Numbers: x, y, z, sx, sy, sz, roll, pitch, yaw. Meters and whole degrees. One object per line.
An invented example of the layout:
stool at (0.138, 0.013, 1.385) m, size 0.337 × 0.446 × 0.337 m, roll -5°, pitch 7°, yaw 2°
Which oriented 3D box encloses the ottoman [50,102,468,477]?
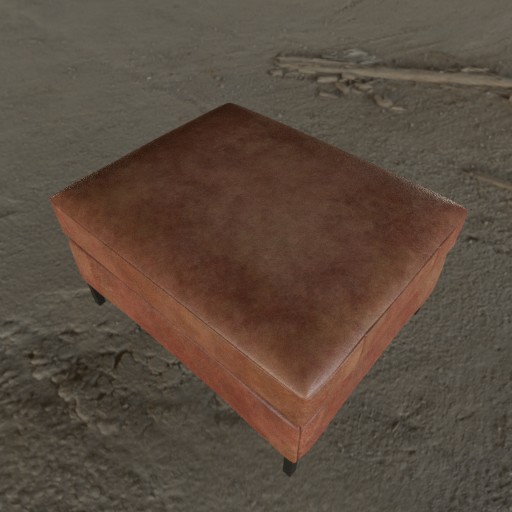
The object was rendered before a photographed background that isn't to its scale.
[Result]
ottoman at (0.000, 0.000, 1.766) m, size 1.186 × 0.667 × 0.965 m, roll 33°, pitch 55°, yaw 27°
